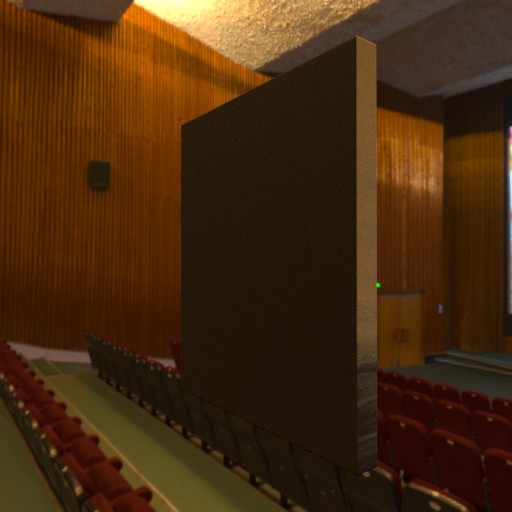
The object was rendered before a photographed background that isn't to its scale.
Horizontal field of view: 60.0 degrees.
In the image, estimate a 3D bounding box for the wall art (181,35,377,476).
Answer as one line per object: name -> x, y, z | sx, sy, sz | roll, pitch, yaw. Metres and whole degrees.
wall art -> 0.000, 0.000, 0.698 | 0.037, 0.511, 0.435 | 0, -1, -37
